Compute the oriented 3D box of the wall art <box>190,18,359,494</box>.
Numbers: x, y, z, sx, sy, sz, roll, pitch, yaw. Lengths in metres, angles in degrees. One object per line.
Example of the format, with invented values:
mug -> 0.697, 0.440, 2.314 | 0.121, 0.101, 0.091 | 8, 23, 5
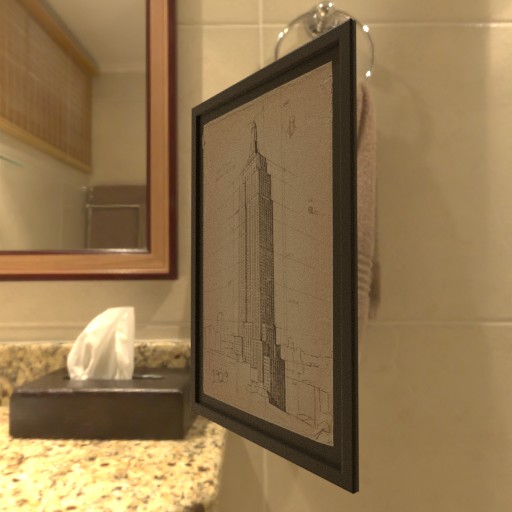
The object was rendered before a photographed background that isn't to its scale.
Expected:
wall art -> 0.000, 0.000, 0.797 | 0.012, 0.661, 0.451 | 1, -2, -38
